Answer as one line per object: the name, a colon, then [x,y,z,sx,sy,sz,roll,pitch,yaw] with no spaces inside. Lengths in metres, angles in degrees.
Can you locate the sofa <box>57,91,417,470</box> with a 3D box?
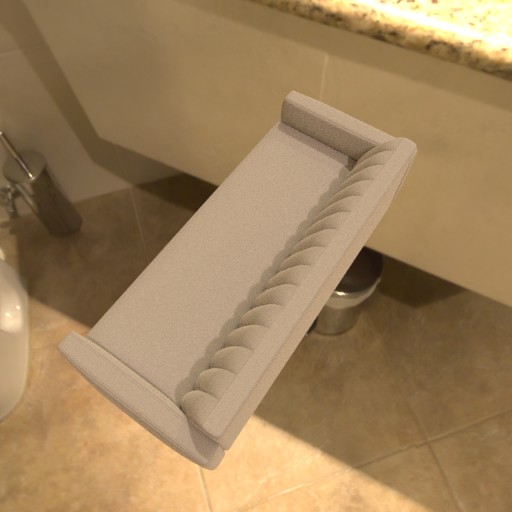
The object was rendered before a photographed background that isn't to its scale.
sofa: [0.000,0.000,2.734,0.990,0.821,2.291,31,66,15]
